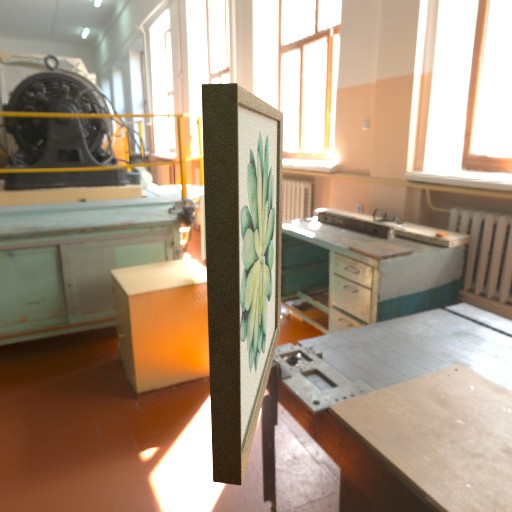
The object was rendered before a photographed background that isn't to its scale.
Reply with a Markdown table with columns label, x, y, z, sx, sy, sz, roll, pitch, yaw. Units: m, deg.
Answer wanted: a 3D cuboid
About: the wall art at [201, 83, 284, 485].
| label | x | y | z | sx | sy | sz | roll | pitch | yaw |
| --- | --- | --- | --- | --- | --- | --- | --- | --- | --- |
| wall art | 0.000 | 0.000 | 0.774 | 0.040 | 0.506 | 0.503 | 2 | 15 | 9 |
